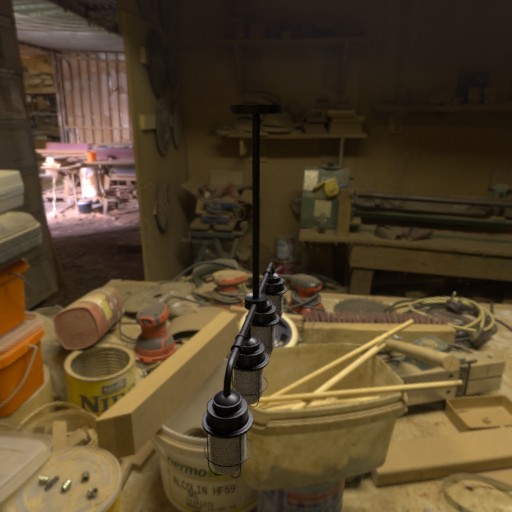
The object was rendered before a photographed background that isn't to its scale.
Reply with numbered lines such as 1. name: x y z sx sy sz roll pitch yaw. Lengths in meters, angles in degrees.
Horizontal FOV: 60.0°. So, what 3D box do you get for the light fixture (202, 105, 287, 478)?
1. light fixture: 0.000 0.000 1.219 0.131 0.785 0.852 3 18 9
